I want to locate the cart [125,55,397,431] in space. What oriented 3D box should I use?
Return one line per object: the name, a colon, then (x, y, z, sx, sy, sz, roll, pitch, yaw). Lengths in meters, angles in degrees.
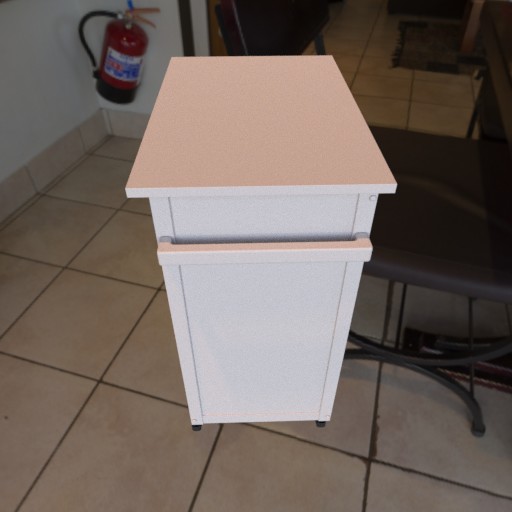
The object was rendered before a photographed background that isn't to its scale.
cart: (0.000, 0.000, 1.246, 0.442, 0.864, 0.683, -1, 41, -1)
